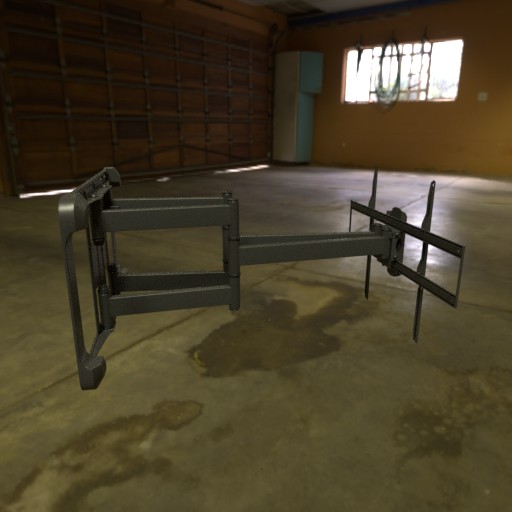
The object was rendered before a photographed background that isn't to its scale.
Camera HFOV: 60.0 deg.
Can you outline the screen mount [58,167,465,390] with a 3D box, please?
[{"bbox_3d":[0.000,0.000,1.326,0.905,0.483,0.725,-3,17,-10],"label":"screen mount"}]
